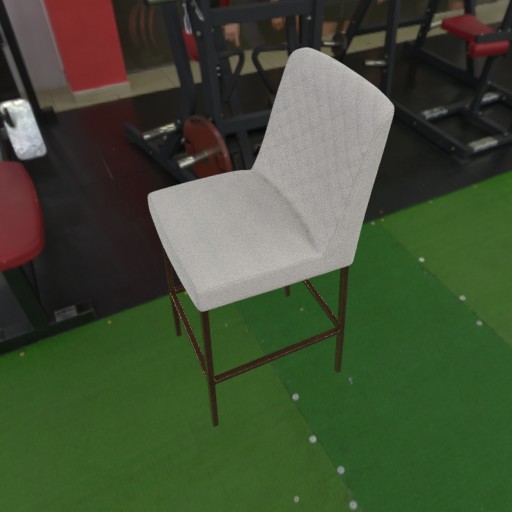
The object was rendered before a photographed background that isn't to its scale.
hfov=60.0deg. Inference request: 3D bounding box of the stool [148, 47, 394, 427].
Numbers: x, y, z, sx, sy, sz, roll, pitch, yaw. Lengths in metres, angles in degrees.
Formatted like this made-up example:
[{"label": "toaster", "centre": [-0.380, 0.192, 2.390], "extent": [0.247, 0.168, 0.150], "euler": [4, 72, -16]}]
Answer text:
[{"label": "stool", "centre": [0.000, 0.000, 1.396], "extent": [0.546, 1.084, 0.462], "euler": [-18, 48, -17]}]
